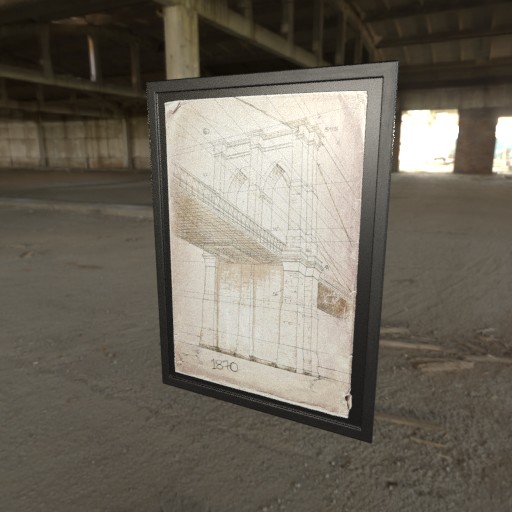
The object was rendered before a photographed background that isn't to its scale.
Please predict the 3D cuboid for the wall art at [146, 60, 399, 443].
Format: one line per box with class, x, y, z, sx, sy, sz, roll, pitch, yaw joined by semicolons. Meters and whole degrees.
wall art;0.000;0.000;1.249;0.707;0.967;0.013;7;15;26
